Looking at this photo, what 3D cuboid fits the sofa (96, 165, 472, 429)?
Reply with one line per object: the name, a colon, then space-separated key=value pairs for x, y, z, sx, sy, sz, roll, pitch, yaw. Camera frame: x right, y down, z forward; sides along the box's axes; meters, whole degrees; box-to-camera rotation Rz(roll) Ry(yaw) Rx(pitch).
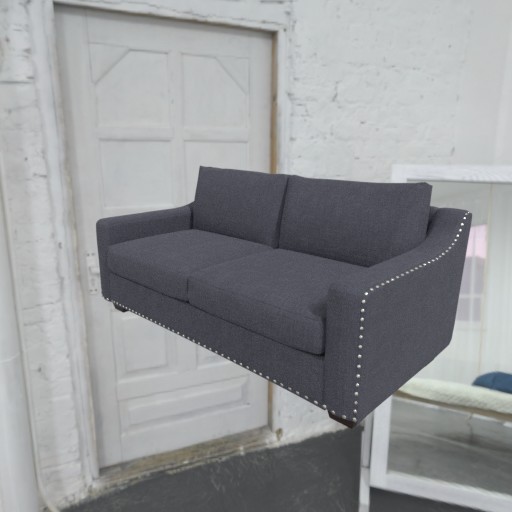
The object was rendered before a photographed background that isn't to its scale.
sofa: x=0.000 y=0.000 z=3.305 sx=2.550 sy=1.196 sz=1.336 roll=14 pitch=21 yaw=42
